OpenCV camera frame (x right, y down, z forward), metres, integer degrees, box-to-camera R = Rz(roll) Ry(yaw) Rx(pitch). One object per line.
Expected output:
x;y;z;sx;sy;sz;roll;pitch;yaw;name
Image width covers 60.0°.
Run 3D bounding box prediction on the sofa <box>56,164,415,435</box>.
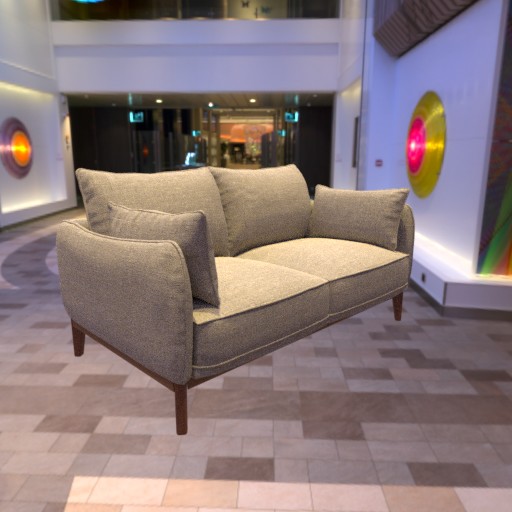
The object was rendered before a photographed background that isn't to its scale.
0.000;0.000;2.154;1.580;0.851;0.972;-13;18;-43;sofa
